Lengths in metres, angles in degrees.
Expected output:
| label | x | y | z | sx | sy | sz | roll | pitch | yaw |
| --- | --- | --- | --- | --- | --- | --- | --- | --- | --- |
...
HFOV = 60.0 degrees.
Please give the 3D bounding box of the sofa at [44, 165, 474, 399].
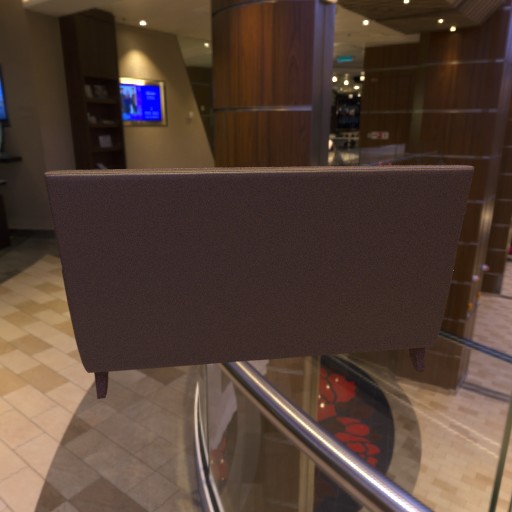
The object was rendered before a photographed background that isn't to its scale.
| label | x | y | z | sx | sy | sz | roll | pitch | yaw |
| --- | --- | --- | --- | --- | --- | --- | --- | --- | --- |
| sofa | 0.000 | 0.000 | 2.004 | 1.468 | 0.859 | 0.853 | -2 | 17 | -8 |
